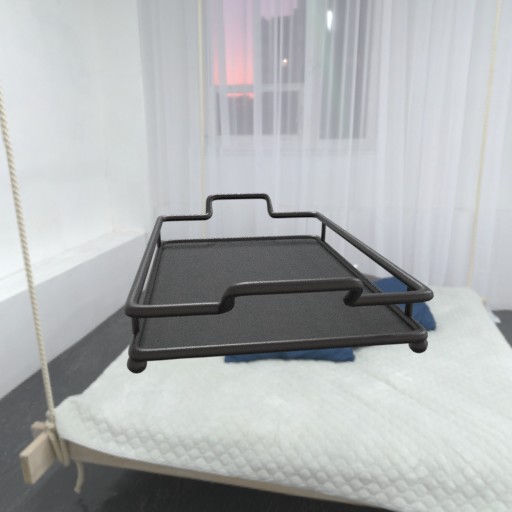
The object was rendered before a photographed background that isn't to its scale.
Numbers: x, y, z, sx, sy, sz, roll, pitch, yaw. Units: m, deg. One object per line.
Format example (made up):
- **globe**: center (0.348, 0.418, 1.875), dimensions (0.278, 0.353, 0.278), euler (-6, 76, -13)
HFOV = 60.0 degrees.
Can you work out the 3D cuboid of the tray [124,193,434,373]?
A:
- **tray**: center (0.000, 0.000, 0.608), dimensions (0.297, 0.101, 0.495), euler (-2, 17, -8)
